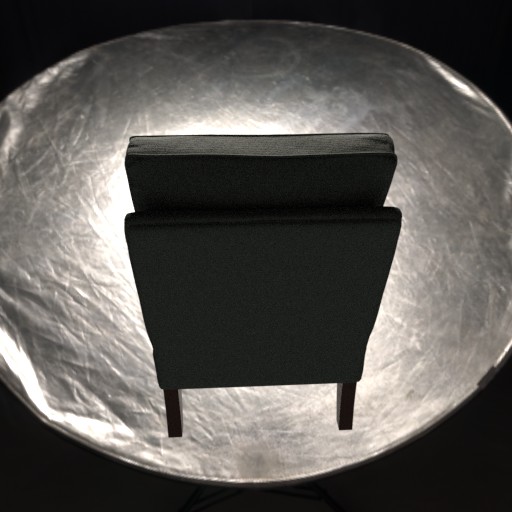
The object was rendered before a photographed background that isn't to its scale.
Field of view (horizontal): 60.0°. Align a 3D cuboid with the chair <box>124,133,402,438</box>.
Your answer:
[{"bbox_3d":[0.000,0.000,1.421,0.624,0.901,0.796,-1,31,-2],"label":"chair"}]
